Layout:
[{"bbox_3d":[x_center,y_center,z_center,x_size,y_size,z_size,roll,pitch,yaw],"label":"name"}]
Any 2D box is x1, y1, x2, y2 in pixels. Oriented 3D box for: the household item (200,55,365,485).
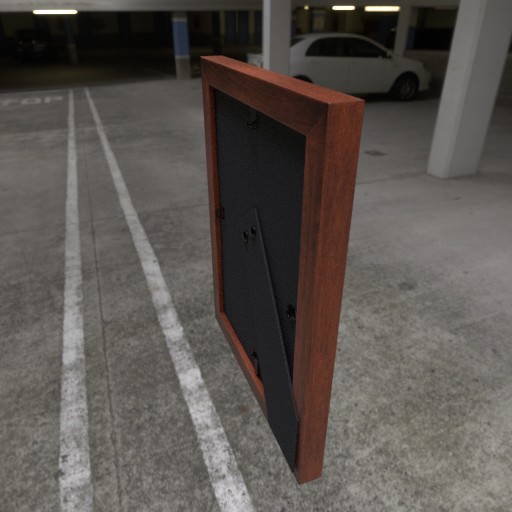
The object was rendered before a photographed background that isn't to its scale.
[{"bbox_3d":[0.000,0.000,0.324,0.020,0.250,0.200,-11,31,-18],"label":"household item"}]
